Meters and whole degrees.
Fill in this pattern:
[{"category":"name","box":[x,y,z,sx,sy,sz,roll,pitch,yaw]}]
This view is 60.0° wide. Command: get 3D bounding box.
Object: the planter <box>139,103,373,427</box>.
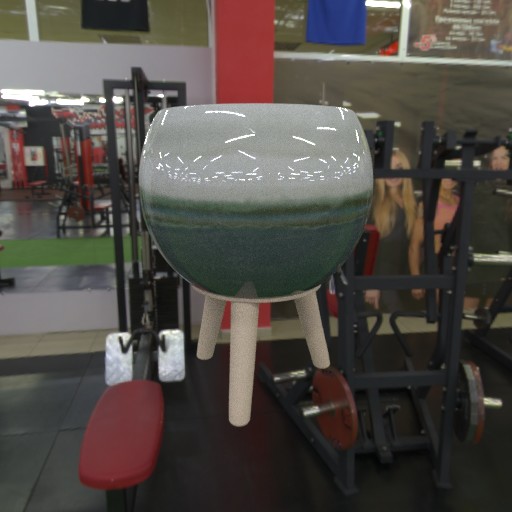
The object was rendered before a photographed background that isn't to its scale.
[{"category":"planter","box":[0.000,0.000,0.450,0.222,0.278,0.222,0,14,0]}]
